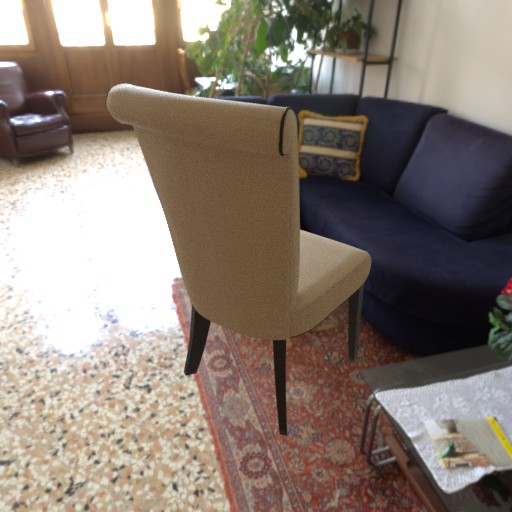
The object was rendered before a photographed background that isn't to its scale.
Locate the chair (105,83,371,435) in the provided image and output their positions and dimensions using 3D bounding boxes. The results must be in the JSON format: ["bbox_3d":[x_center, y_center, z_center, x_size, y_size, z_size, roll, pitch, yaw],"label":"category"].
[{"bbox_3d":[0.000,0.000,1.340,0.522,0.997,0.623,21,35,32],"label":"chair"}]
